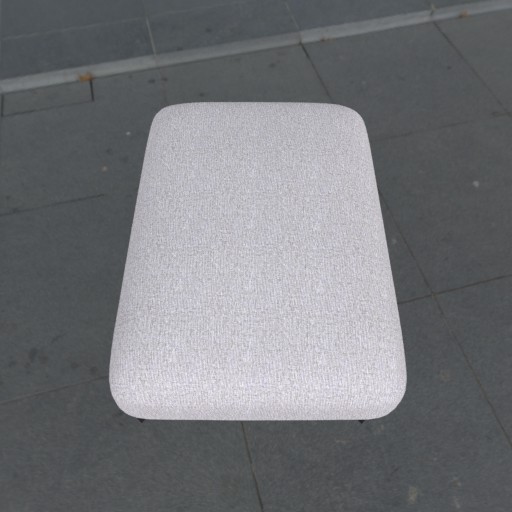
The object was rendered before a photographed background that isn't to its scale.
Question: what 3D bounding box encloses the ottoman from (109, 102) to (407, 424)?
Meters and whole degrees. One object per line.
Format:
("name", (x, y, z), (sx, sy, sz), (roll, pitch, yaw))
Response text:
("ottoman", (0.000, 0.000, 1.074), (0.568, 0.420, 0.772), (0, 60, 0))
